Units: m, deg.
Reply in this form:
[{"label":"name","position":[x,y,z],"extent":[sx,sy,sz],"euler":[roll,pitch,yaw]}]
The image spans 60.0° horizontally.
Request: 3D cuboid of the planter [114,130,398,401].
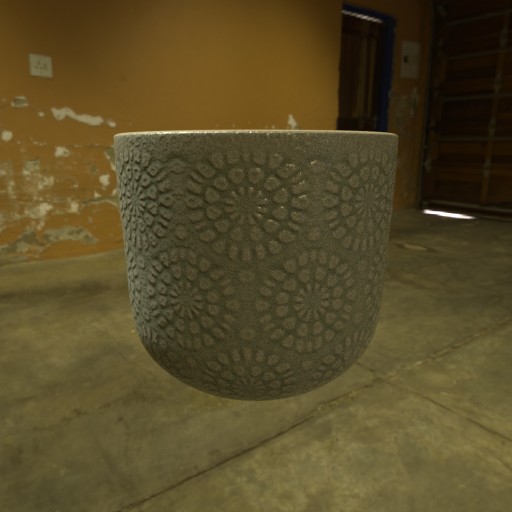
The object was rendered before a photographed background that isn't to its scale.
[{"label":"planter","position":[0.000,0.000,0.293],"extent":[0.169,0.153,0.169],"euler":[0,13,0]}]
